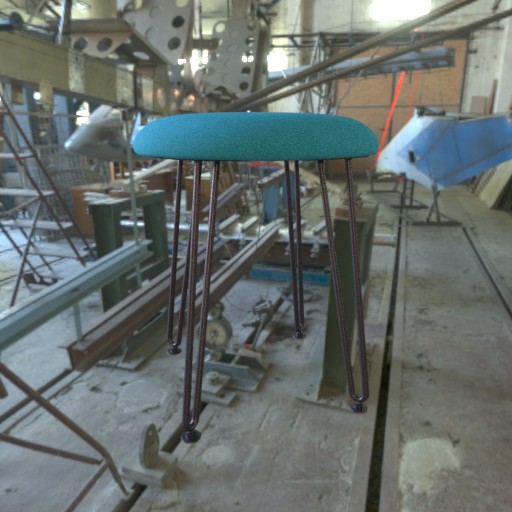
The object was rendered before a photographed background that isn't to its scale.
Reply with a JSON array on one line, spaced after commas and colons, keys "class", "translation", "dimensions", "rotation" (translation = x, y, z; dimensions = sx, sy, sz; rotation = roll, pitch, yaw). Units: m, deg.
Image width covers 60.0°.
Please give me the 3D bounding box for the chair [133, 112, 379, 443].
[{"class": "chair", "translation": [0.000, 0.000, 0.700], "dimensions": [0.350, 0.430, 0.350], "rotation": [-8, 18, -26]}]
